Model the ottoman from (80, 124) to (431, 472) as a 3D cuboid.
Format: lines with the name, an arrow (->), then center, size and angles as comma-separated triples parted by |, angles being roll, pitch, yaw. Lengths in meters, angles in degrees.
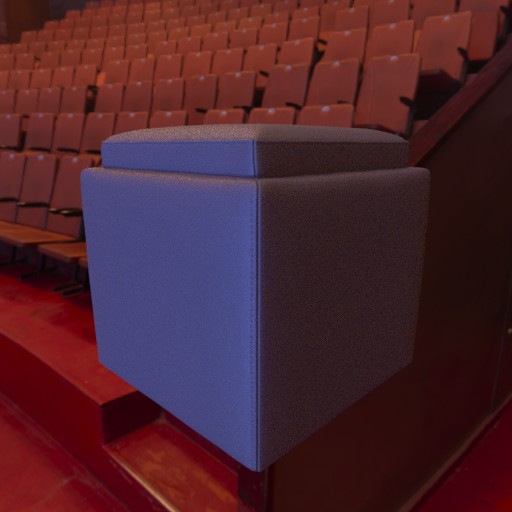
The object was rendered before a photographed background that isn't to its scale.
ottoman -> 0.000, 0.000, 0.811 | 0.450, 0.460, 0.451 | 13, 19, 43
